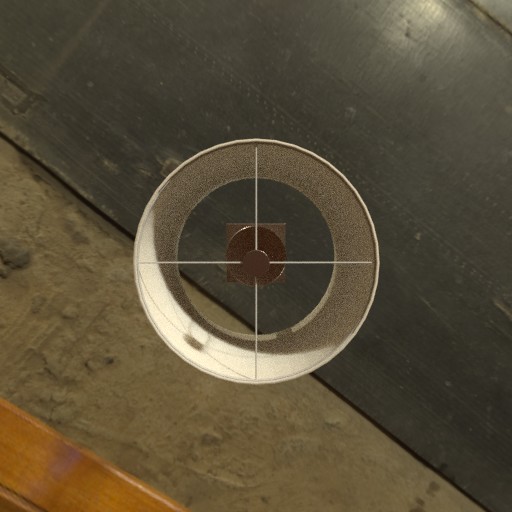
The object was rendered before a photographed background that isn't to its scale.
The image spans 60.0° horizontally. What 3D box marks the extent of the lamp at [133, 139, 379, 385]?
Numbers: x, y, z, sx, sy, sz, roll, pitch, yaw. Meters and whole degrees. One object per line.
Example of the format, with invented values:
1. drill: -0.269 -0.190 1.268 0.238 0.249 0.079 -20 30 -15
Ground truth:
1. lamp: 0.000 0.000 0.601 0.202 0.509 0.202 0 91 0
